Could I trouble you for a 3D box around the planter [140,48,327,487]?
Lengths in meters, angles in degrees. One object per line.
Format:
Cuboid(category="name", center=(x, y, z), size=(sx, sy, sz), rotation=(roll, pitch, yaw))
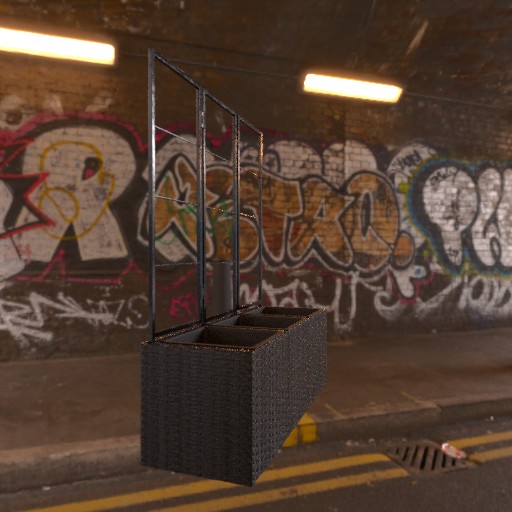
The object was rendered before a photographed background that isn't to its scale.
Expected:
Cuboid(category="planter", center=(0.000, 0.000, 1.172), size=(0.244, 0.841, 0.698), rotation=(0, 0, 20))
